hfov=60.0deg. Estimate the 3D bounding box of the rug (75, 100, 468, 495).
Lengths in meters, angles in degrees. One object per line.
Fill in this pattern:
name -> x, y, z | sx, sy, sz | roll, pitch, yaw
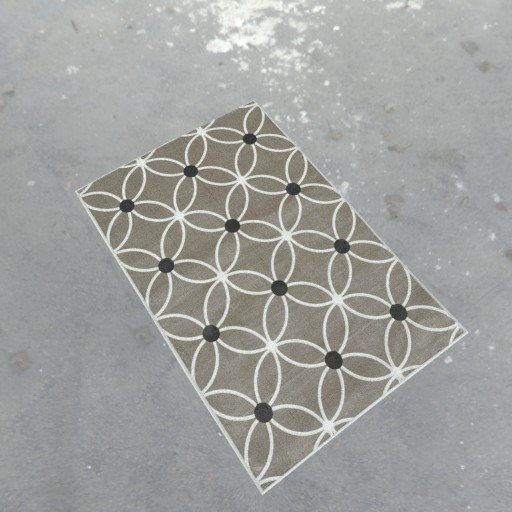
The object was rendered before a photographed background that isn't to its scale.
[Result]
rug -> 0.000, 0.000, 2.876 | 1.522, 0.008, 2.284 | -32, 68, -14
